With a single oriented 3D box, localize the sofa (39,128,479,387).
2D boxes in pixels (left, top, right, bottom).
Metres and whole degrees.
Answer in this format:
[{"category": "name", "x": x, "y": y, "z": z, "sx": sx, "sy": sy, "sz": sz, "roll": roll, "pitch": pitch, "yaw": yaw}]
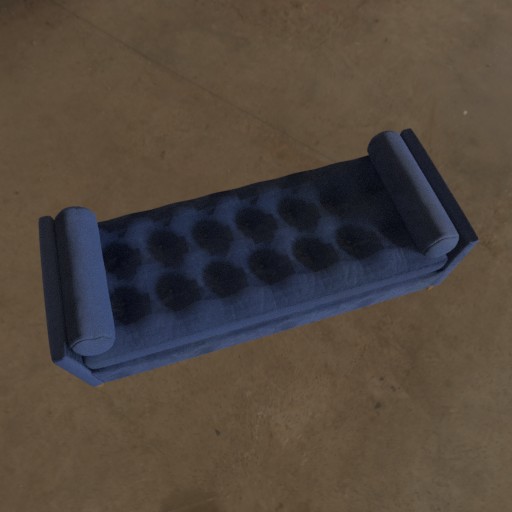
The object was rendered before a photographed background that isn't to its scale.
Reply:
[{"category": "sofa", "x": 0.000, "y": 0.000, "z": 2.470, "sx": 2.102, "sy": 0.705, "sz": 0.796, "roll": -15, "pitch": 64, "yaw": -8}]
